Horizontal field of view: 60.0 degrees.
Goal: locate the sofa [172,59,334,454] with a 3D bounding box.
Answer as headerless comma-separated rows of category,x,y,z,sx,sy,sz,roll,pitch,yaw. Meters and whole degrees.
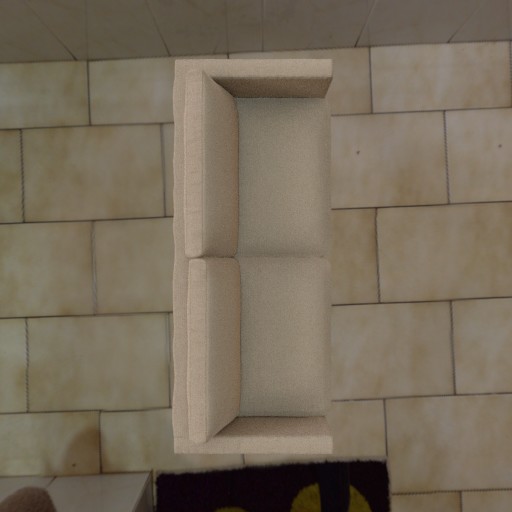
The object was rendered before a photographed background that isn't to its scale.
sofa,0.000,0.000,2.836,0.962,0.853,2.312,0,89,0
